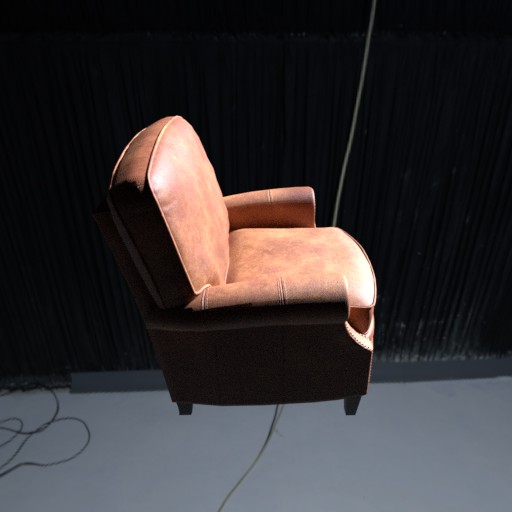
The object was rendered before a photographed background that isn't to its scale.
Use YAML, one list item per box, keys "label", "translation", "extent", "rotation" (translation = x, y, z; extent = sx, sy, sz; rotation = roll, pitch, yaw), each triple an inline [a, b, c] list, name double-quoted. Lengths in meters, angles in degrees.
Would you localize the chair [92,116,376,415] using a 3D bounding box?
- label: "chair"
  translation: [0.000, 0.000, 1.777]
  extent: [0.986, 1.018, 0.936]
  rotation: [-1, 30, -1]
